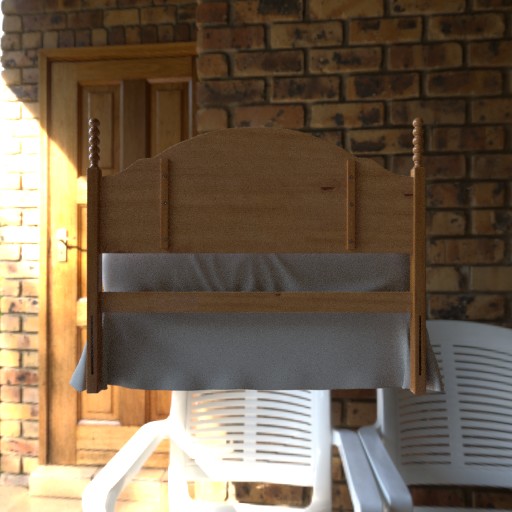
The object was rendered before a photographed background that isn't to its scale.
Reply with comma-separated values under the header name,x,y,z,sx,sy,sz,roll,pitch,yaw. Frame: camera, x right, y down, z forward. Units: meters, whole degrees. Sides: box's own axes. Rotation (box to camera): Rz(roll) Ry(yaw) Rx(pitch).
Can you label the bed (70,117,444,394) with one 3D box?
name,x,y,z,sx,sy,sz,roll,pitch,yaw
bed,0.000,0.000,3.169,1.873,1.356,2.040,0,0,0
